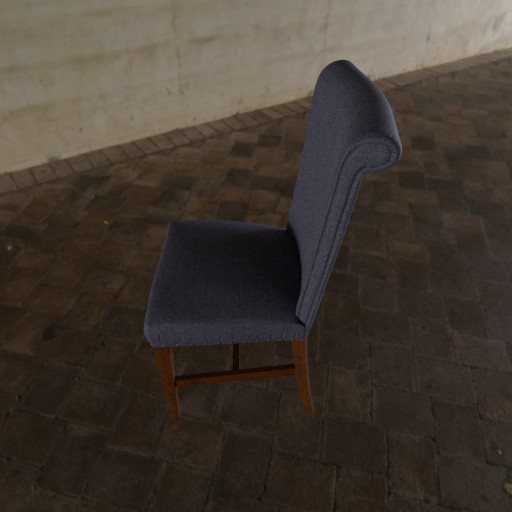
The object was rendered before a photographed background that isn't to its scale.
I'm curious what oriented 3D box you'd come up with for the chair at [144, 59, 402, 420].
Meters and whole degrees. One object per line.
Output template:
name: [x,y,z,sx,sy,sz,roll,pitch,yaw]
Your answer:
chair: [0.000,0.000,1.332,0.608,0.988,0.513,-1,40,-1]
